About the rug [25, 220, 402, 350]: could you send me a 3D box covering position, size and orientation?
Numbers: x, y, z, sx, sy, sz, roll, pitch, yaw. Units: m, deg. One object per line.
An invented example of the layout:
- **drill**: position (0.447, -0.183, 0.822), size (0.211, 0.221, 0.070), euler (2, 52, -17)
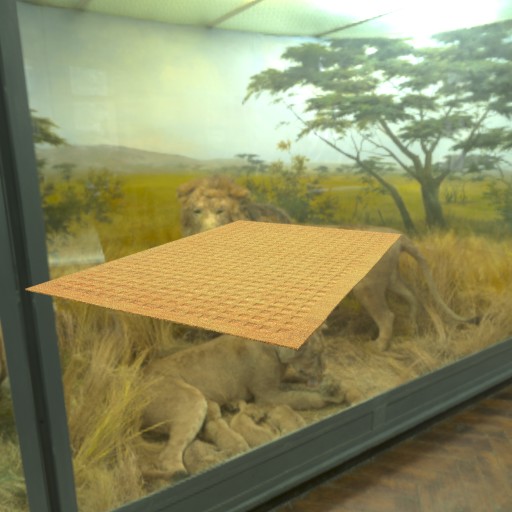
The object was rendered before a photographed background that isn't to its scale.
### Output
- **rug**: position (0.000, 0.000, 2.231), size (1.143, 0.006, 1.747), euler (7, 16, 26)
